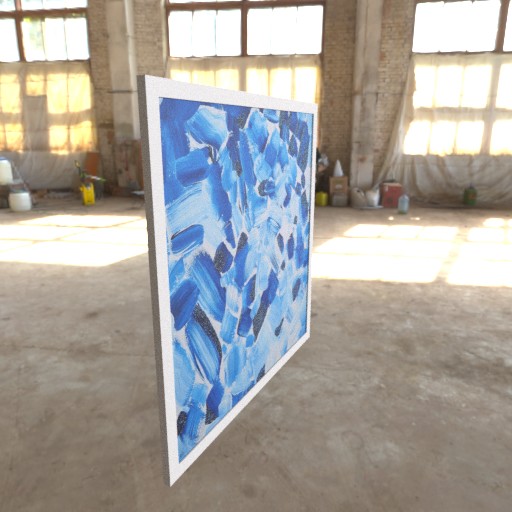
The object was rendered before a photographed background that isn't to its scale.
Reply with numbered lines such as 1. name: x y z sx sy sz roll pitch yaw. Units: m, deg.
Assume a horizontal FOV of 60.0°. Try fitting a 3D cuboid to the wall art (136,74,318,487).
1. wall art: 0.000 0.000 0.959 0.015 0.660 0.660 8 17 27
